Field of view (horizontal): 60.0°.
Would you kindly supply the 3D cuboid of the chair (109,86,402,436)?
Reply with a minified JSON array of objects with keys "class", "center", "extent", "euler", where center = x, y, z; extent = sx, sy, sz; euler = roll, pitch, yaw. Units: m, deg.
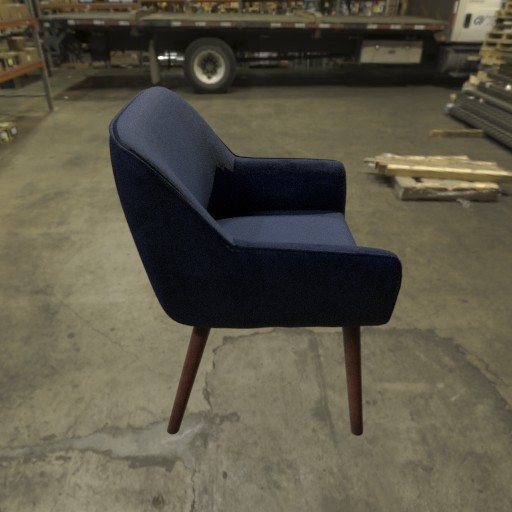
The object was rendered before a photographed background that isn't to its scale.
[{"class":"chair","center":[0.000,0.000,1.217],"extent":[0.600,0.820,0.600],"euler":[-1,31,-2]}]
